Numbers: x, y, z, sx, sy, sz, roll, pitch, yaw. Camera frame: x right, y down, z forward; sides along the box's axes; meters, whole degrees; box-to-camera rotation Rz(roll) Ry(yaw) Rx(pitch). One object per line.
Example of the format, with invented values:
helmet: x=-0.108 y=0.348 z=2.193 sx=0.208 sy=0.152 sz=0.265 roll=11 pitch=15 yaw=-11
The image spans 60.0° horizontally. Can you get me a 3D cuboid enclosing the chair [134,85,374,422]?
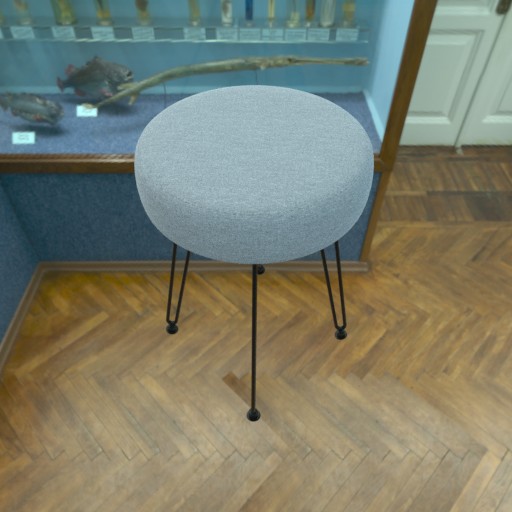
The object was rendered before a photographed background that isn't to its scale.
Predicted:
chair: x=0.000 y=0.000 z=0.698 sx=0.350 sy=0.440 sz=0.350 roll=2 pitch=47 yaw=1
